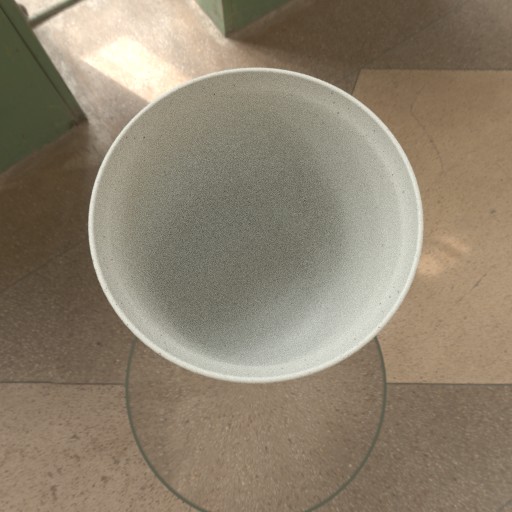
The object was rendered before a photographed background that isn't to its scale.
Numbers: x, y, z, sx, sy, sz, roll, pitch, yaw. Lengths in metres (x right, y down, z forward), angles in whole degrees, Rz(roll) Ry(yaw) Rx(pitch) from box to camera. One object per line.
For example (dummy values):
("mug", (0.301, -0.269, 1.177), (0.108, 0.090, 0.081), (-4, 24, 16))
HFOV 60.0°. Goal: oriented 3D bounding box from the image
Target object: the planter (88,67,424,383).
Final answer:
("planter", (0.000, 0.000, 0.372), (0.204, 0.214, 0.204), (0, 75, 0))
